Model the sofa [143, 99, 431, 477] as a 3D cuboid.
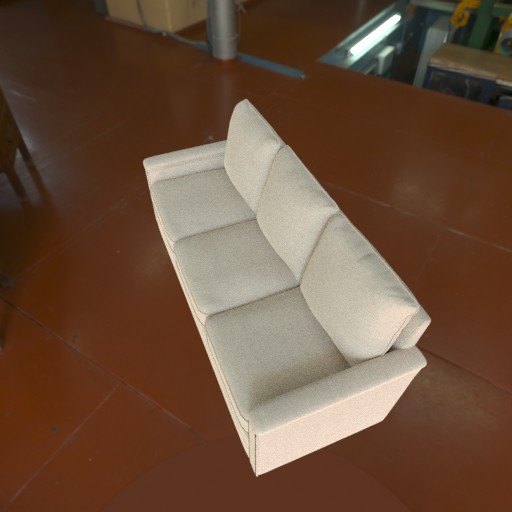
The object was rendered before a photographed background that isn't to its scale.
[{"bbox_3d":[0.000,0.000,2.448,0.828,0.961,1.925,-17,49,-15],"label":"sofa"}]
